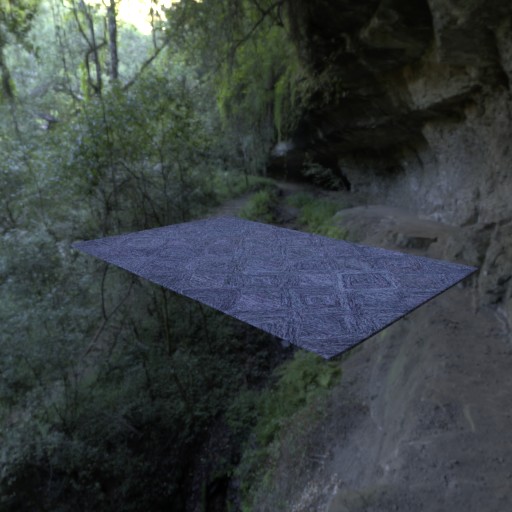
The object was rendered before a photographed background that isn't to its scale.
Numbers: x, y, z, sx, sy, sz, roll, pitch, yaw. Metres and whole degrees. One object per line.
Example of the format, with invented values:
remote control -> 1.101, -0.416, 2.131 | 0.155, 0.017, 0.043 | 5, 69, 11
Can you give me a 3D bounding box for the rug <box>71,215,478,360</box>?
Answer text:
rug -> 0.000, 0.000, 2.227 | 1.752, 0.013, 1.158 | 16, 23, 42
